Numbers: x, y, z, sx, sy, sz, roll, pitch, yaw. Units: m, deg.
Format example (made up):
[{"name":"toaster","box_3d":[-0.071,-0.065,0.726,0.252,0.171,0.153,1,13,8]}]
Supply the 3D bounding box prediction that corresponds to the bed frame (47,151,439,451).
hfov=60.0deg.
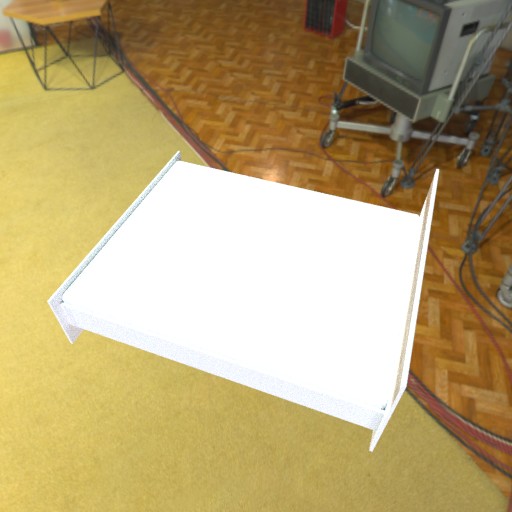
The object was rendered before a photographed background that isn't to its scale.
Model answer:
[{"name":"bed frame","box_3d":[0.000,0.000,3.045,2.060,0.800,1.720,15,49,14]}]
